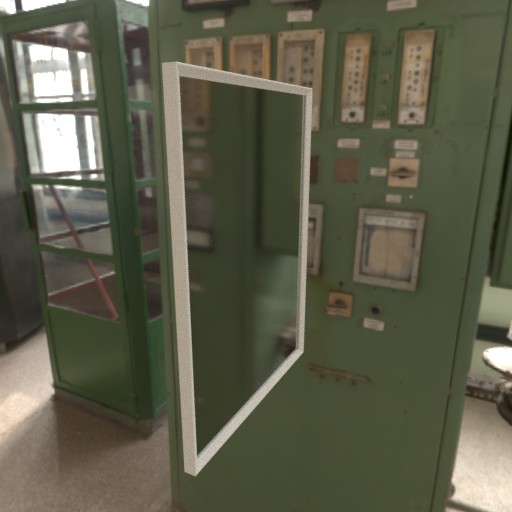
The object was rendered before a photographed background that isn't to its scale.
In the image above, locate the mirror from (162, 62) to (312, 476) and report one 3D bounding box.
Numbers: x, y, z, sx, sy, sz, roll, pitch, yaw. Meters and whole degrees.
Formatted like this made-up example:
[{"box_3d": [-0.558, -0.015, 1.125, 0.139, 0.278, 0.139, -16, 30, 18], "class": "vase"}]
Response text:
[{"box_3d": [0.000, 0.000, 1.364, 0.041, 1.016, 0.762, 8, 18, 27], "class": "mirror"}]
